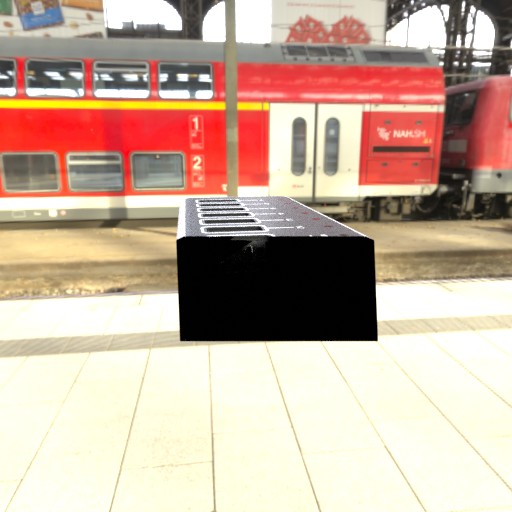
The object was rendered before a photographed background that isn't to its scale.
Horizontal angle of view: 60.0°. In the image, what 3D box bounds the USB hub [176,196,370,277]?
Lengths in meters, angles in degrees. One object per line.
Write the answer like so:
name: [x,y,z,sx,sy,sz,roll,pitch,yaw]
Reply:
USB hub: [0.000,0.000,0.130,0.044,0.023,0.110,-2,14,-9]
